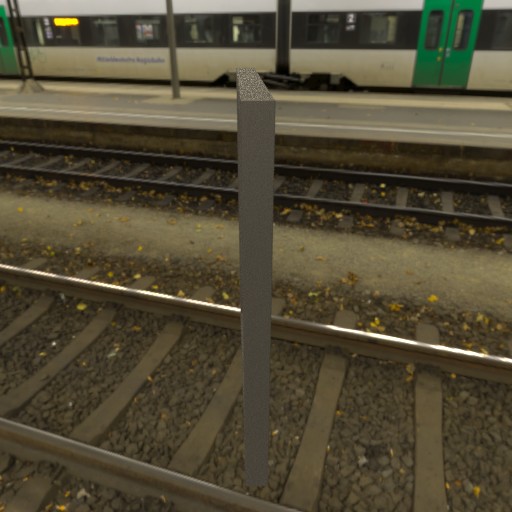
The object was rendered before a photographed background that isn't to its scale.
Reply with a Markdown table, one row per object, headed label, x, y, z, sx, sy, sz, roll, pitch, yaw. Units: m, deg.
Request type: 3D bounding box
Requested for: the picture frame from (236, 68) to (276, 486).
| label | x | y | z | sx | sy | sz | roll | pitch | yaw |
| --- | --- | --- | --- | --- | --- | --- | --- | --- | --- |
| picture frame | 0.000 | 0.000 | 0.513 | 0.036 | 0.383 | 0.307 | -1 | 27 | -3 |
